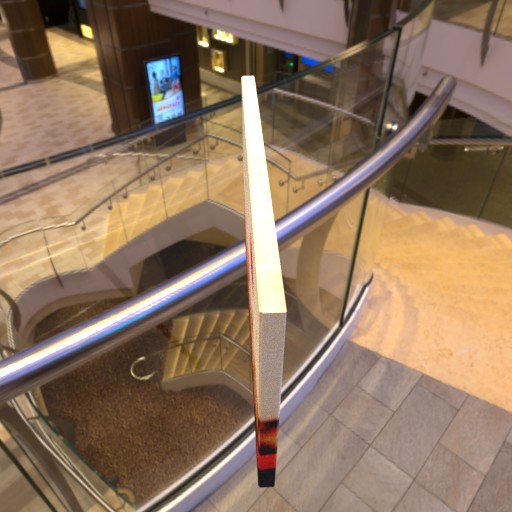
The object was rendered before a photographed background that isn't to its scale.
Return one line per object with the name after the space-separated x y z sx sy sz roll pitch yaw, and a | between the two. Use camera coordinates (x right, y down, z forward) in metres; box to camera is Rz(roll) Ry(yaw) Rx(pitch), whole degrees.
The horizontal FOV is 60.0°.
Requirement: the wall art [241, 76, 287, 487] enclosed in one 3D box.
0.000 0.000 1.157 0.038 0.602 0.918 -2 41 -2 | wall art
